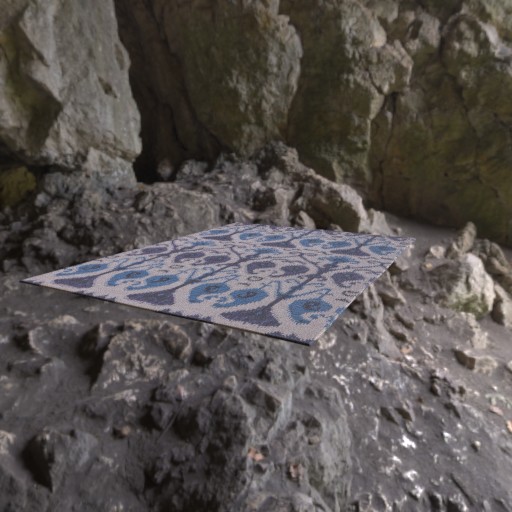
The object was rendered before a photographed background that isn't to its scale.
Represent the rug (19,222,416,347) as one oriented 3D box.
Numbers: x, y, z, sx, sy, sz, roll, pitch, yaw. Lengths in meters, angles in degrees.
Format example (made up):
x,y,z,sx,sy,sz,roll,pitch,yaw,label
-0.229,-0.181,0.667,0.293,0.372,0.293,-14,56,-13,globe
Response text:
x,y,z,sx,sy,sz,roll,pitch,yaw,label
0.000,0.000,2.946,1.676,0.013,2.261,7,15,28,rug
